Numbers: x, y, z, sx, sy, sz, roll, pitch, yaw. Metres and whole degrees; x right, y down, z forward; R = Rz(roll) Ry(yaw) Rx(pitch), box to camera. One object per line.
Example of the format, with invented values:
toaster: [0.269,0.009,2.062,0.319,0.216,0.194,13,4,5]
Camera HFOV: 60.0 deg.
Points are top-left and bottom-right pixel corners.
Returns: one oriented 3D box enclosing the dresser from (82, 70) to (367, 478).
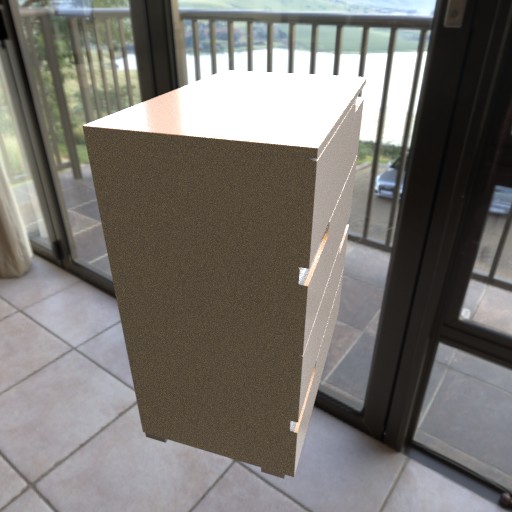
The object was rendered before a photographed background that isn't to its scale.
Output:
dresser: [0.000,0.000,1.158,0.400,0.800,0.650,9,32,16]
